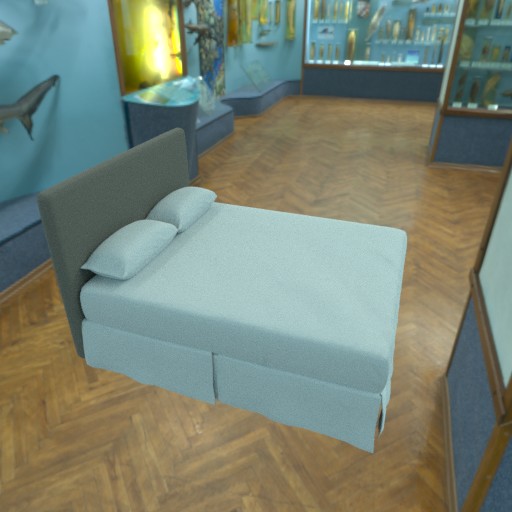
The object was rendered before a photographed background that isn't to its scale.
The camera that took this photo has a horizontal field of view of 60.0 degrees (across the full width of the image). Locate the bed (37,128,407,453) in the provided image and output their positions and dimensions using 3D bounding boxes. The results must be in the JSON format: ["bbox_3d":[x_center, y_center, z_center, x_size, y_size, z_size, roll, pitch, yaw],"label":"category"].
[{"bbox_3d":[0.000,0.000,3.233,2.142,1.330,1.748,10,31,17],"label":"bed"}]
